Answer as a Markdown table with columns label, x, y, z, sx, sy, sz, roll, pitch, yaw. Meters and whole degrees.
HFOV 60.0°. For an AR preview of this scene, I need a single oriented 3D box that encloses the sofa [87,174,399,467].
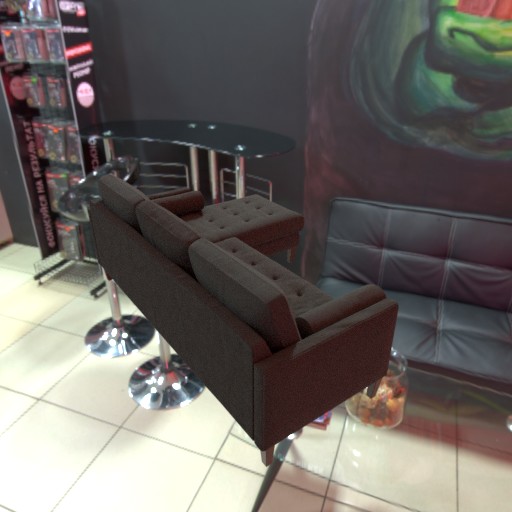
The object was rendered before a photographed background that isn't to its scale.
| label | x | y | z | sx | sy | sz | roll | pitch | yaw |
| --- | --- | --- | --- | --- | --- | --- | --- | --- | --- |
| sofa | 0.000 | 0.000 | 2.950 | 1.506 | 0.876 | 2.178 | -18 | 33 | -32 |
